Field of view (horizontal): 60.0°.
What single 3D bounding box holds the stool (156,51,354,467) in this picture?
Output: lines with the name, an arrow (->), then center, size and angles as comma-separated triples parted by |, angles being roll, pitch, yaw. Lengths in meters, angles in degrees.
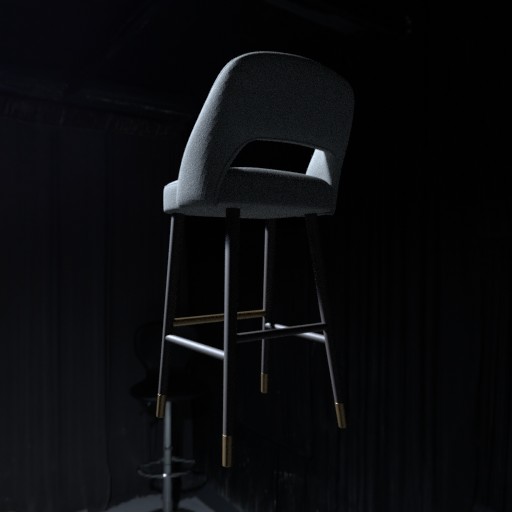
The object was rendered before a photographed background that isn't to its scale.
stool -> 0.000, 0.000, 1.422 | 0.536, 1.089, 0.524 | -1, 1, -36
